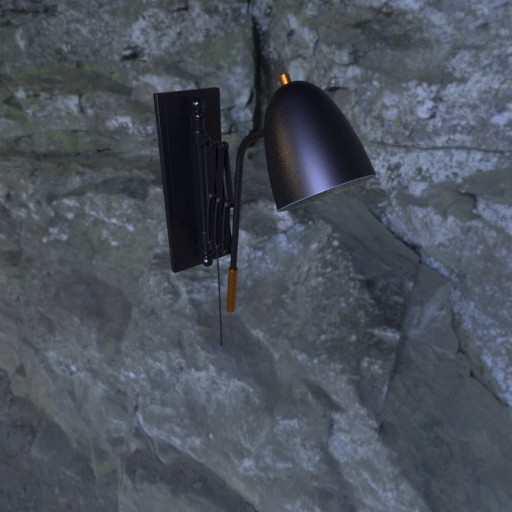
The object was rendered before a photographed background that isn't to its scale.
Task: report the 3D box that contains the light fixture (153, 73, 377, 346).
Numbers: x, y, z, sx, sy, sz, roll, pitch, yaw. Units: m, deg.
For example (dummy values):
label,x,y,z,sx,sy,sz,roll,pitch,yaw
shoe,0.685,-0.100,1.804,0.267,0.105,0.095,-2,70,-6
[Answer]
label,x,y,z,sx,sy,sz,roll,pitch,yaw
light fixture,0.000,0.000,0.915,0.162,0.715,0.499,-20,34,-32
